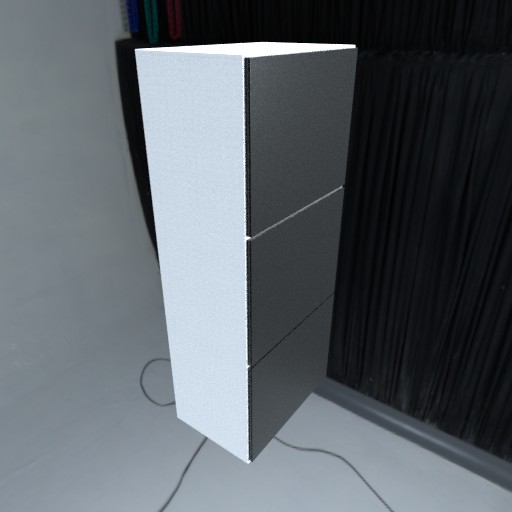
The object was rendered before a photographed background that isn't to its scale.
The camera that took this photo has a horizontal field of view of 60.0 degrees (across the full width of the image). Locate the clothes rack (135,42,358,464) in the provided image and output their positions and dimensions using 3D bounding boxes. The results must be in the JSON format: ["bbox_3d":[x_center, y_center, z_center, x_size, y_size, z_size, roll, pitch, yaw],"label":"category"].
[{"bbox_3d":[0.000,0.000,1.391,0.330,1.187,0.500,19,33,32],"label":"clothes rack"}]
